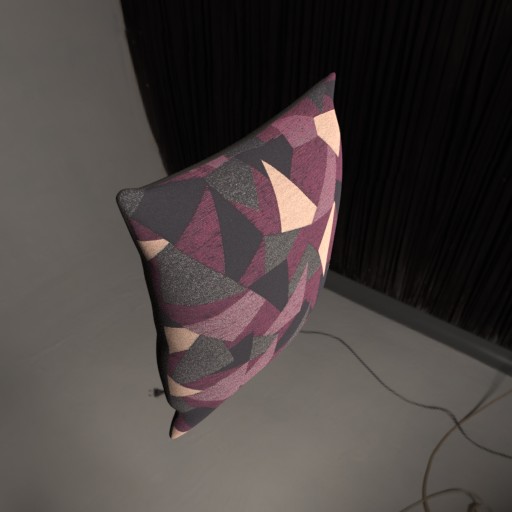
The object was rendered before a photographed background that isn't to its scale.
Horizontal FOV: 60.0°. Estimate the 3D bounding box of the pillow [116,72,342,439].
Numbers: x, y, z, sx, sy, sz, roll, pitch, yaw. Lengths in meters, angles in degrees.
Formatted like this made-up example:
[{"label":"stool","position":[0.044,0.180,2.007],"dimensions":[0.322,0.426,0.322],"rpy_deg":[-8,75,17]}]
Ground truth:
[{"label":"pillow","position":[0.000,0.000,0.764],"dimensions":[0.208,0.496,0.503],"rpy_deg":[24,46,26]}]
